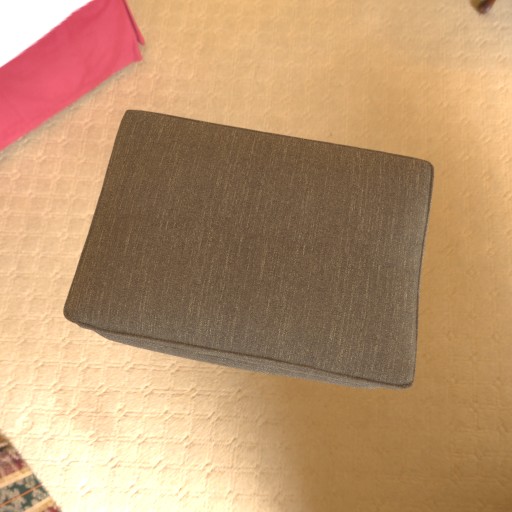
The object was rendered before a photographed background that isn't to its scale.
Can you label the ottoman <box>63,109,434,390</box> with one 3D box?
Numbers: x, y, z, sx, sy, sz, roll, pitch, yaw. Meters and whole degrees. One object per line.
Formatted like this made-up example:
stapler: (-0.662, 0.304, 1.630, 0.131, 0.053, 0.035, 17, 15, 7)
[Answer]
ottoman: (0.000, 0.000, 1.016, 0.686, 0.406, 0.508, 11, 76, 3)
